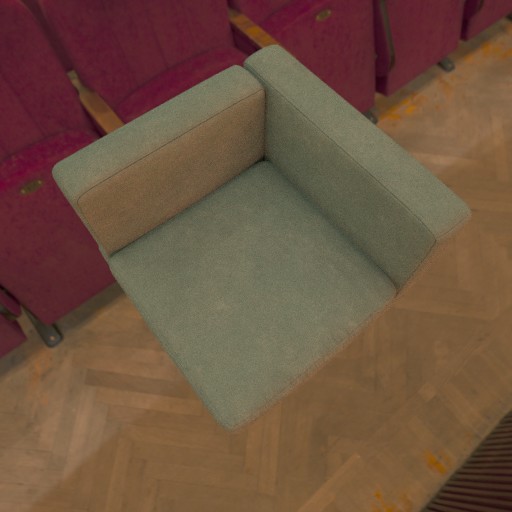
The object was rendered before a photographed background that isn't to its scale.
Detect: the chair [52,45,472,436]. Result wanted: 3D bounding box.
[{"bbox_3d":[0.000,0.000,1.213,0.680,0.660,0.680,-36,69,-16],"label":"chair"}]
